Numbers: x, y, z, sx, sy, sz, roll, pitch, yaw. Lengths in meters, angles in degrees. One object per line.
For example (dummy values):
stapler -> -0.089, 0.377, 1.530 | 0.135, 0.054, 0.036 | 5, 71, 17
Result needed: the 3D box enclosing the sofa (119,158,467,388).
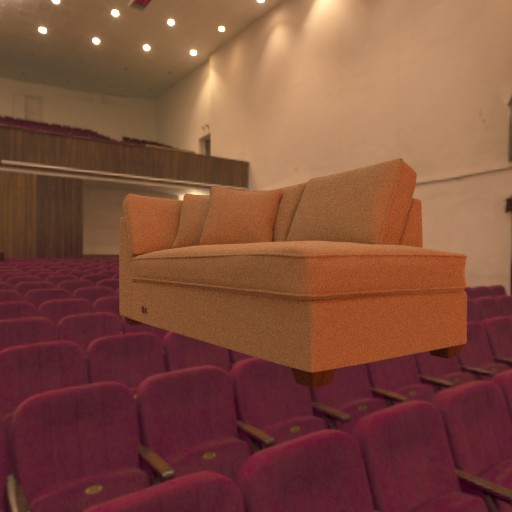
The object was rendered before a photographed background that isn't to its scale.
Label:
sofa -> 0.000, 0.000, 2.829 | 1.110, 1.033, 2.237 | 1, -1, -35
